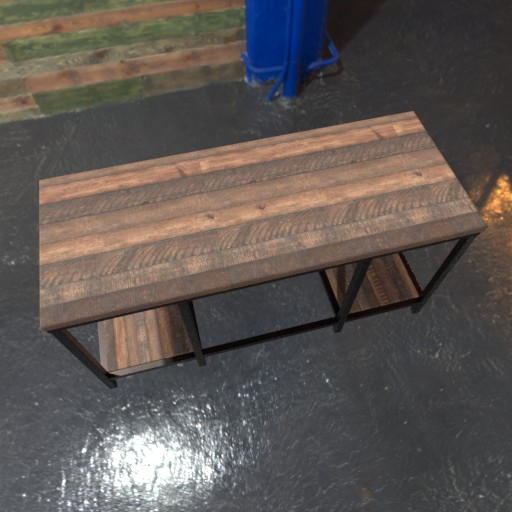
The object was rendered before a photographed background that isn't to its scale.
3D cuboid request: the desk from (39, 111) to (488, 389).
[{"bbox_3d":[0.000,0.000,1.947,1.538,0.753,0.617,-12,59,-7],"label":"desk"}]
